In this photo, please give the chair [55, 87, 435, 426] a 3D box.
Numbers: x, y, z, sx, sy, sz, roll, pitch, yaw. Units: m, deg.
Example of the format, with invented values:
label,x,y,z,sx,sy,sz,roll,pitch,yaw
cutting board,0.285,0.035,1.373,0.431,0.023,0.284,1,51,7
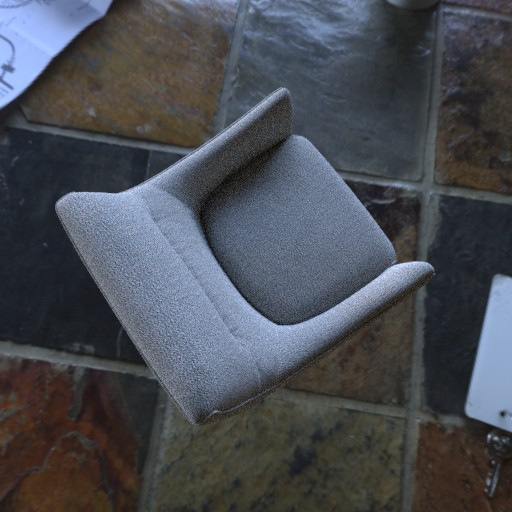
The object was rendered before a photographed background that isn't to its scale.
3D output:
label,x,y,z,sx,sy,sz,roll,pitch,yaw
chair,0.000,0.000,1.427,0.787,0.838,0.762,-34,79,-8
